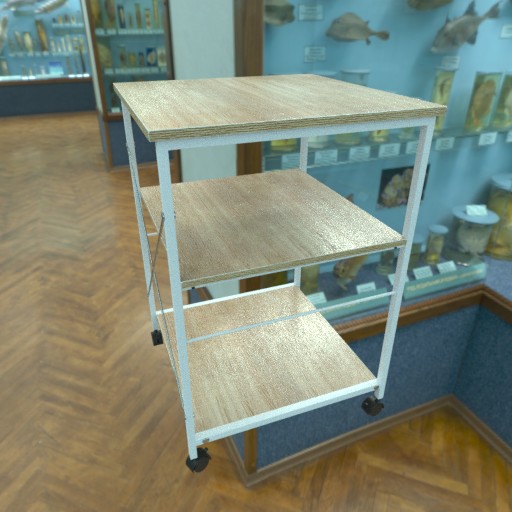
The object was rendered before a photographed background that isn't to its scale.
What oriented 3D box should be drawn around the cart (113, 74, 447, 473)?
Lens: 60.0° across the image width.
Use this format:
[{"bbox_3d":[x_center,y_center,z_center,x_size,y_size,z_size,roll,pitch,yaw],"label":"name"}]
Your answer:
[{"bbox_3d":[0.000,0.000,1.091,0.520,0.762,0.521,-10,30,-18],"label":"cart"}]
